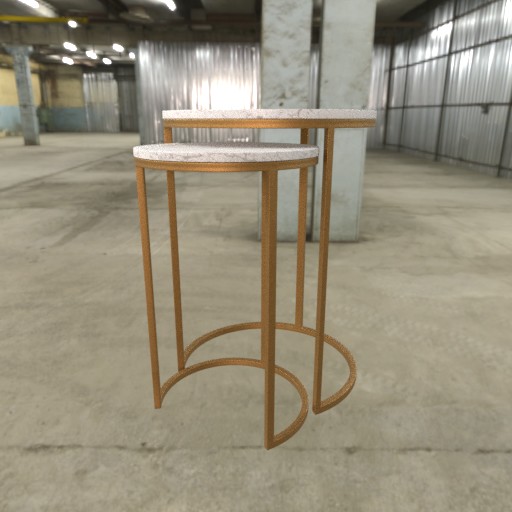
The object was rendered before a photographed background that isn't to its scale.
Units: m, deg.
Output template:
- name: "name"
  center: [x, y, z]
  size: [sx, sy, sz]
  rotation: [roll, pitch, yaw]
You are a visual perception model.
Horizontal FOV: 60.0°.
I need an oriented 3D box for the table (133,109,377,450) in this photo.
- name: "table"
  center: [0.000, 0.000, 0.884]
  size: [0.400, 0.550, 0.507]
  rotation: [9, 19, 26]
